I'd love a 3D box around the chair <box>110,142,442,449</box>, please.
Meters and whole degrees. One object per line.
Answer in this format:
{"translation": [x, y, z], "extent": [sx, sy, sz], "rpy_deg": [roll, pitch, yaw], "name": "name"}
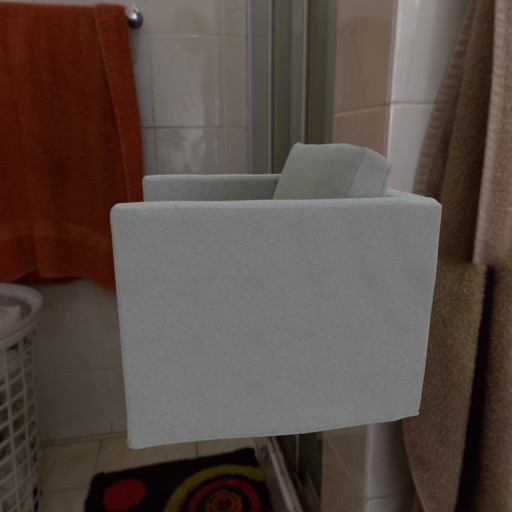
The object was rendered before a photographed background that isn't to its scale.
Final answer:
{"translation": [0.000, 0.000, 1.741], "extent": [0.949, 0.863, 1.057], "rpy_deg": [-2, 15, -9], "name": "chair"}
